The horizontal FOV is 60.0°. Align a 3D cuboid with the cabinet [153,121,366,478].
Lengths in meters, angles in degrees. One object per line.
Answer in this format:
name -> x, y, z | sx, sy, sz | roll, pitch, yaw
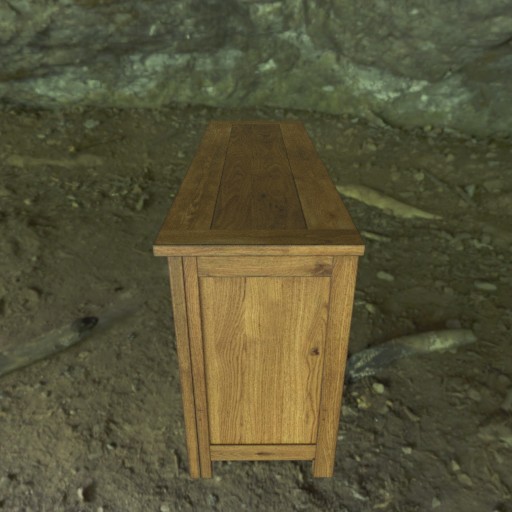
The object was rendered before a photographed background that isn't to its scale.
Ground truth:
cabinet -> 0.000, 0.000, 1.823 | 0.480, 0.813, 1.474 | 0, 27, 0
